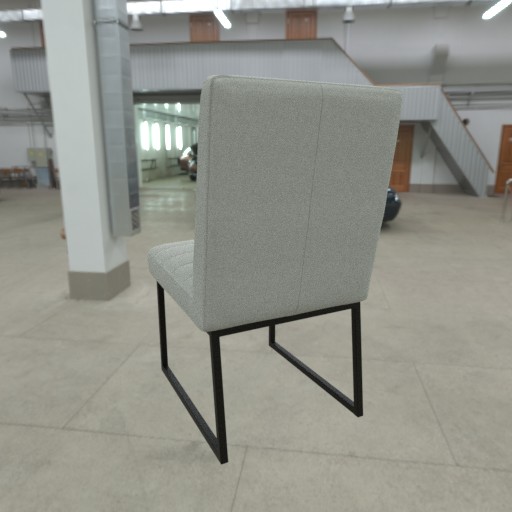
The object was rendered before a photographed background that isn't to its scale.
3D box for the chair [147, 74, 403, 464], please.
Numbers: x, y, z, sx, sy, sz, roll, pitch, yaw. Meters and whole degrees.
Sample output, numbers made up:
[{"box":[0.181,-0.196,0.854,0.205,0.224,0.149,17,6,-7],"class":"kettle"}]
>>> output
[{"box":[0.000,0.000,1.339,0.520,0.930,0.634,-7,16,-26],"class":"chair"}]
